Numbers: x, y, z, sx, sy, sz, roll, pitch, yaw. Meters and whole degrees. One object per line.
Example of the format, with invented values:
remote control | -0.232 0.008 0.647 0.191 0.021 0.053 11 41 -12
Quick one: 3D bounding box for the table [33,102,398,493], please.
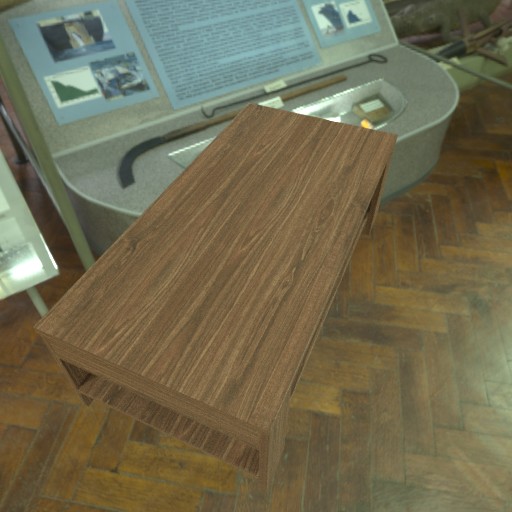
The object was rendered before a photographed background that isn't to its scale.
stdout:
table | 0.000 0.000 1.472 0.600 0.400 1.200 18 49 17
